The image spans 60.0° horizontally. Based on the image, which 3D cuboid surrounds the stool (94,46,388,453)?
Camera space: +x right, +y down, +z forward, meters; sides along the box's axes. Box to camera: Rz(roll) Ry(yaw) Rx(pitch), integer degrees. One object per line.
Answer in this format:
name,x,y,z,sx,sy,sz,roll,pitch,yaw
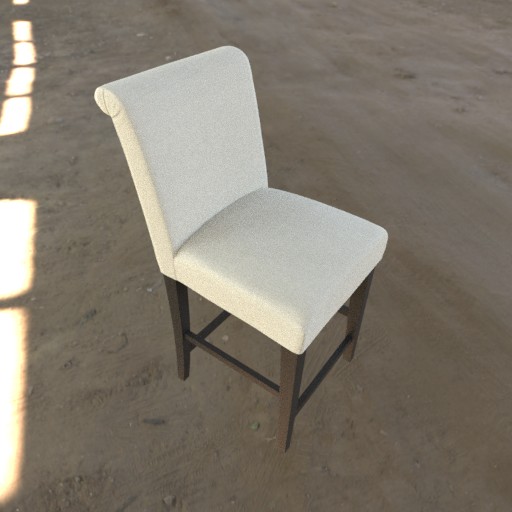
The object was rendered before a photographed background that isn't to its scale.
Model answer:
stool,0.000,0.000,1.283,0.597,0.976,0.452,25,45,28
